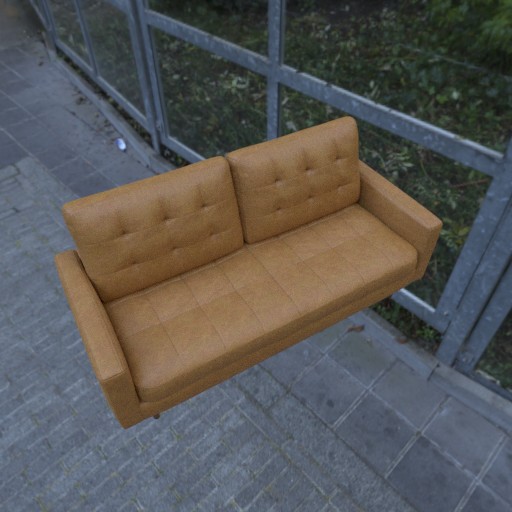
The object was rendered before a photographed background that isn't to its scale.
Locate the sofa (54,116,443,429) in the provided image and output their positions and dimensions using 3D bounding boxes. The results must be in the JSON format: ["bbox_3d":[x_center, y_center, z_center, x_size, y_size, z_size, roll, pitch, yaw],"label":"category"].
[{"bbox_3d":[0.000,0.000,2.284,1.821,0.898,0.850,-22,49,-21],"label":"sofa"}]
